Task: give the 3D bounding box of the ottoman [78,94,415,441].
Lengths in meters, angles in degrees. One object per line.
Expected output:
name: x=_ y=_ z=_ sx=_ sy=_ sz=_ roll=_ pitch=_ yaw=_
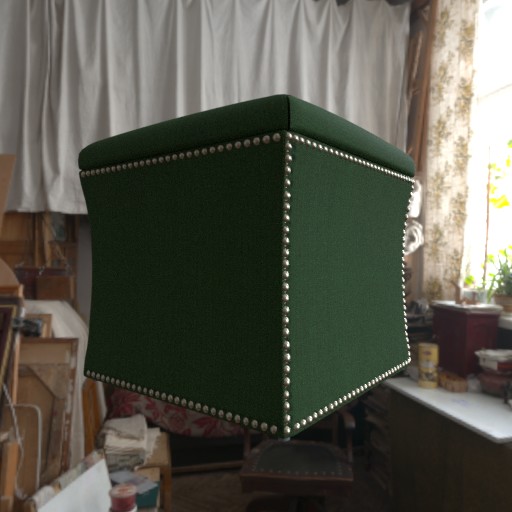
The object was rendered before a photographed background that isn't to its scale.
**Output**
ottoman: x=0.000 y=0.000 z=0.884 sx=0.497 sy=0.475 sz=0.507 roll=1 pitch=1 yaw=38
